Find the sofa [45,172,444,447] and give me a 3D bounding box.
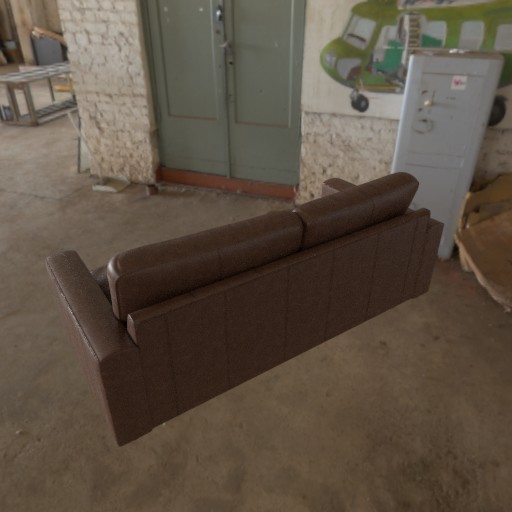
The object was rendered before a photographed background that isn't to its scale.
[{"bbox_3d":[0.000,0.000,2.673,2.179,0.873,1.016,-19,36,-29],"label":"sofa"}]
